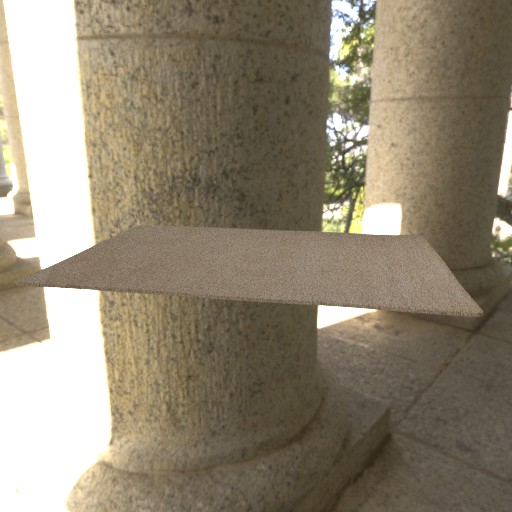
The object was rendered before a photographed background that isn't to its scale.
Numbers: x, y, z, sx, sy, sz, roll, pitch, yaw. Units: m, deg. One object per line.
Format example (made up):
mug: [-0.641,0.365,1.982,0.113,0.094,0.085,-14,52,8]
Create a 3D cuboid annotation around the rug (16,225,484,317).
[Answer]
rug: [0.000,0.000,3.332,2.700,0.024,1.801,3,16,10]
